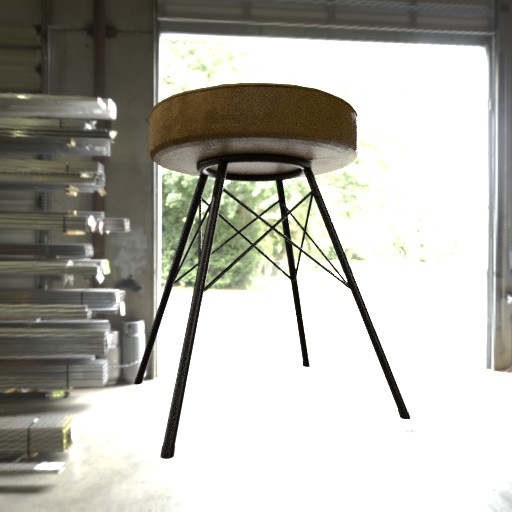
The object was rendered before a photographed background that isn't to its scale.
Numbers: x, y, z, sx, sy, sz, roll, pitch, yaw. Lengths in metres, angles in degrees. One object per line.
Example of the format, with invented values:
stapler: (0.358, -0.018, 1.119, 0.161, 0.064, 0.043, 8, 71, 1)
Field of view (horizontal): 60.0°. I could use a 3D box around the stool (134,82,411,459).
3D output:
stool: (0.000, 0.000, 0.926, 0.472, 0.595, 0.438, 0, 0, -19)
